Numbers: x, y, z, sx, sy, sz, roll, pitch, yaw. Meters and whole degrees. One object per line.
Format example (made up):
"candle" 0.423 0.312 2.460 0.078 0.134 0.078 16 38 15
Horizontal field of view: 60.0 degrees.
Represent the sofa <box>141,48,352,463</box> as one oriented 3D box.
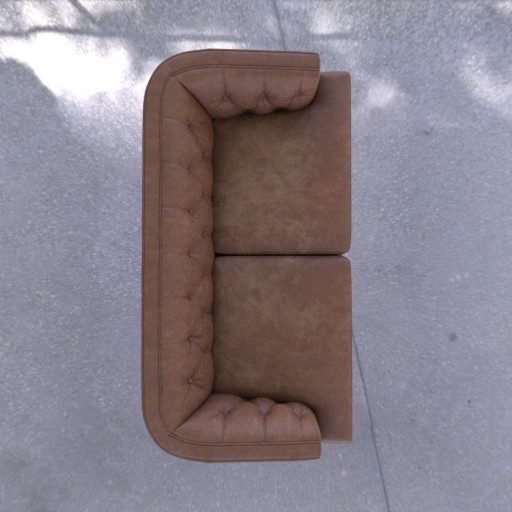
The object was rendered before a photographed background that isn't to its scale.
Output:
"sofa" 0.000 0.000 2.147 0.914 0.786 1.755 0 89 1
